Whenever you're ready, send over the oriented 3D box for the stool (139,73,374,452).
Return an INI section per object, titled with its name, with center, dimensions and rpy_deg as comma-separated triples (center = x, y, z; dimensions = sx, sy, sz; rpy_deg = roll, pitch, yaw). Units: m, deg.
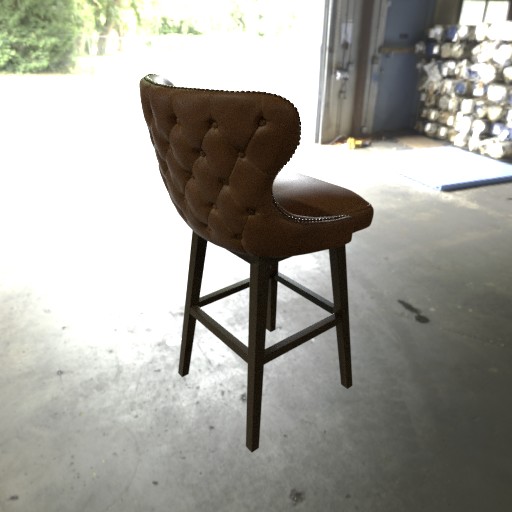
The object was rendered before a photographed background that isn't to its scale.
[stool]
center = 0.000, 0.000, 1.435
dimensions = 0.606, 1.087, 0.591
rpy_deg = -20, 33, -34
